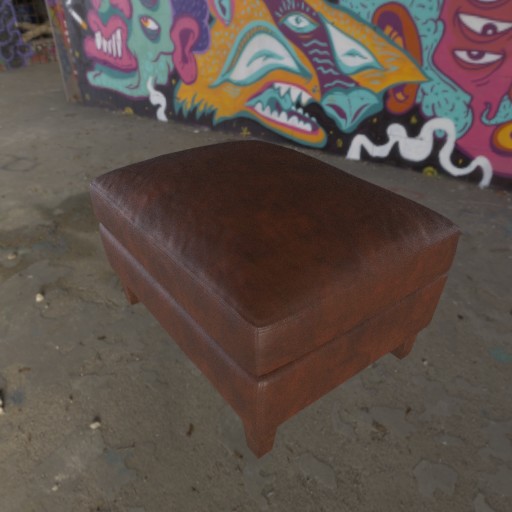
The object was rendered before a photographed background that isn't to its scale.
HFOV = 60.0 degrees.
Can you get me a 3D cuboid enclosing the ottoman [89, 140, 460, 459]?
[{"bbox_3d":[0.000,0.000,1.297,0.659,0.527,0.887,-22,38,-31],"label":"ottoman"}]
